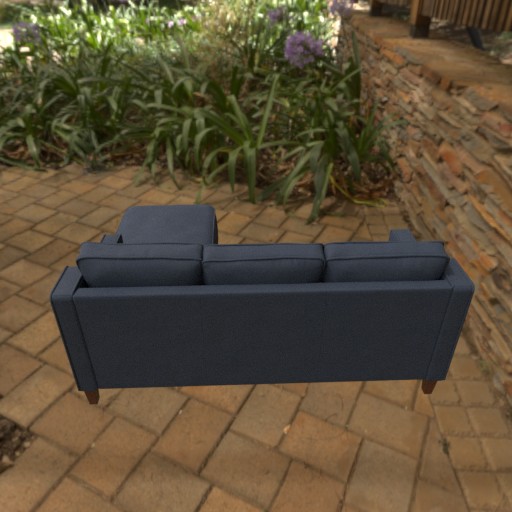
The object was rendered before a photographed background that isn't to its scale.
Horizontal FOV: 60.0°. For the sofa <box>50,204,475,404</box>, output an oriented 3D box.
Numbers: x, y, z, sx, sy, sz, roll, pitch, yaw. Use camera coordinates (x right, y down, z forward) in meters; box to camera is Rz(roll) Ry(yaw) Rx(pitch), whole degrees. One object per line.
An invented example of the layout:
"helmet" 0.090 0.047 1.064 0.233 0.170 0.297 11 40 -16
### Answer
"sofa" 0.000 0.000 3.329 2.317 1.066 1.858 -1 32 -2
